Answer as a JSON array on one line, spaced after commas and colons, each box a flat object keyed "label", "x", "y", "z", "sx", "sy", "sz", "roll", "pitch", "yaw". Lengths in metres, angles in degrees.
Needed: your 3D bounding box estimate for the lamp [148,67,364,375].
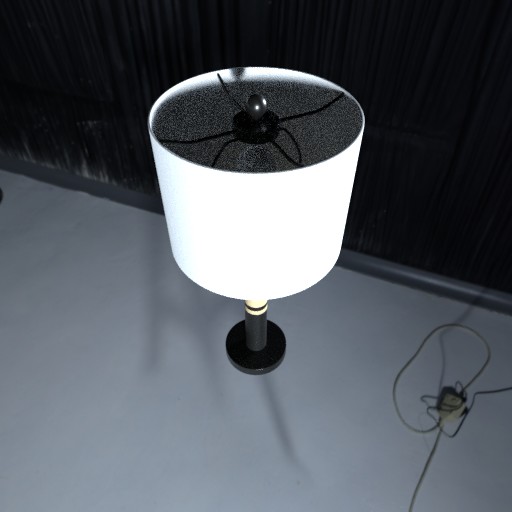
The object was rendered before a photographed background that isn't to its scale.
[{"label": "lamp", "x": 0.000, "y": 0.000, "z": 0.843, "sx": 0.305, "sy": 0.640, "sz": 0.305, "roll": 16, "pitch": 48, "yaw": 15}]
